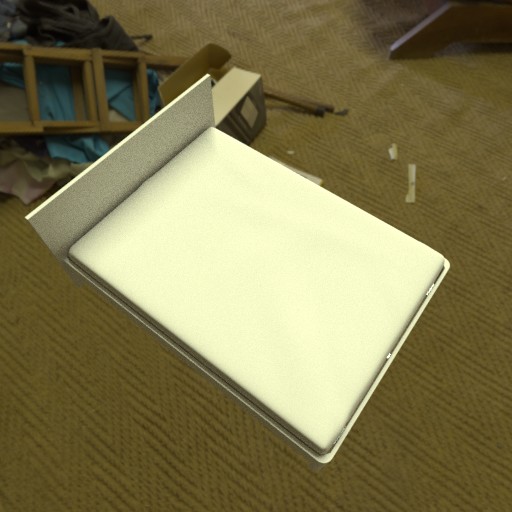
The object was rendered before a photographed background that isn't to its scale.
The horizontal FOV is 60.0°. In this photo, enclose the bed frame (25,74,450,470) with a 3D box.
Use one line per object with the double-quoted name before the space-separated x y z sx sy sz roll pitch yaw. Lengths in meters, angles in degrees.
"bed frame" 0.000 0.000 2.696 1.950 0.800 1.490 33 64 18
